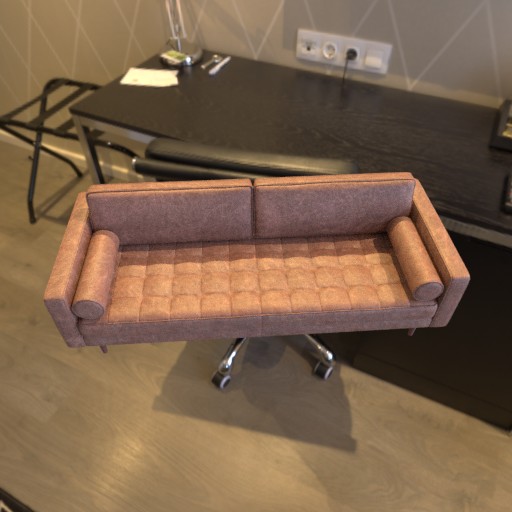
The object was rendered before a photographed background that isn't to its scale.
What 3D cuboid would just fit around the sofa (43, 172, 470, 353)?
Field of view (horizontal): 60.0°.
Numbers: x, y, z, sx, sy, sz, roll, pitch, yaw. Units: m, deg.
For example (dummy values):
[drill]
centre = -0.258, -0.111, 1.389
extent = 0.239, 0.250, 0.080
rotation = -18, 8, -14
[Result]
[sofa]
centre = 0.000, 0.000, 2.688
extent = 2.210, 0.762, 0.914
rotation = -3, 45, -3
